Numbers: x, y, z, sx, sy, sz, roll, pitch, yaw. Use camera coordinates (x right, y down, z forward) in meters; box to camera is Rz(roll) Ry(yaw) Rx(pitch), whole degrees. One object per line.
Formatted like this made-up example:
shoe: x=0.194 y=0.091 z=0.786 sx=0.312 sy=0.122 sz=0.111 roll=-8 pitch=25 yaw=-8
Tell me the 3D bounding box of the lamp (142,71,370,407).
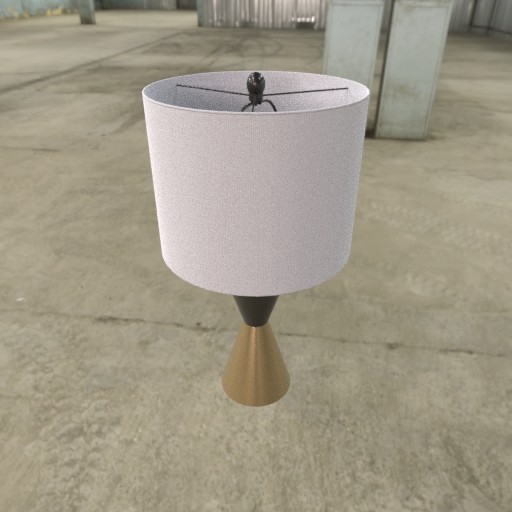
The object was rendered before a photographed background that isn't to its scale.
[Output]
lamp: x=0.000 y=0.000 z=0.740 sx=0.304 sy=0.573 sz=0.304 roll=20 pitch=36 yaw=30
